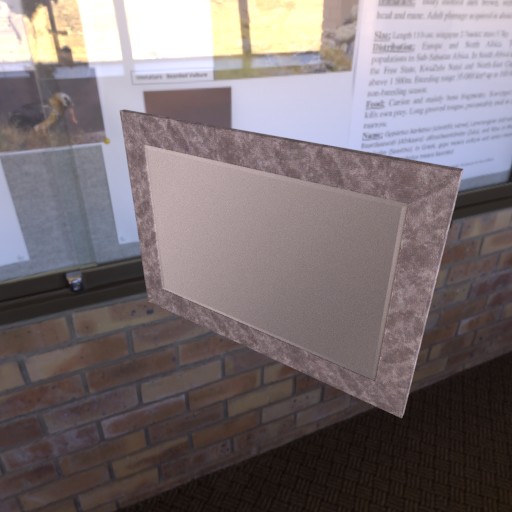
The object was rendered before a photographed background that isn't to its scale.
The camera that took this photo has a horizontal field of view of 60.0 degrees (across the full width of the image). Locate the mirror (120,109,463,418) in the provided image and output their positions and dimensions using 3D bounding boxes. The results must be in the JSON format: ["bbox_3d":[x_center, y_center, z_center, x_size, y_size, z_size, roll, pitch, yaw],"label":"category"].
[{"bbox_3d":[0.000,0.000,1.446,1.101,0.795,0.022,19,35,29],"label":"mirror"}]
